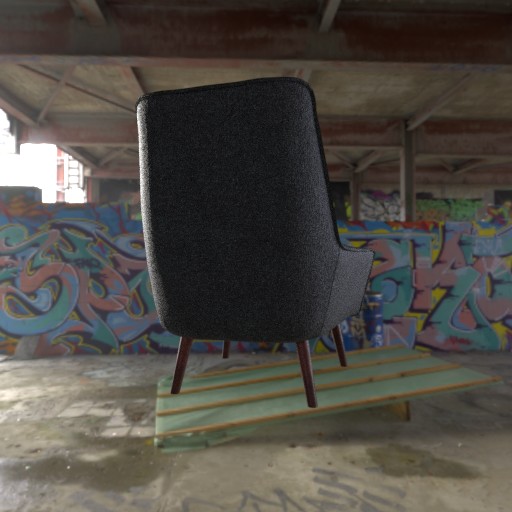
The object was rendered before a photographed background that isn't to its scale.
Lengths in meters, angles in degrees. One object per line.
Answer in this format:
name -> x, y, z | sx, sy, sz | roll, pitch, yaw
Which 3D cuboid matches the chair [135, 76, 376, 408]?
chair -> 0.000, 0.000, 1.517 | 0.763, 0.883, 0.859 | 0, -1, 17
